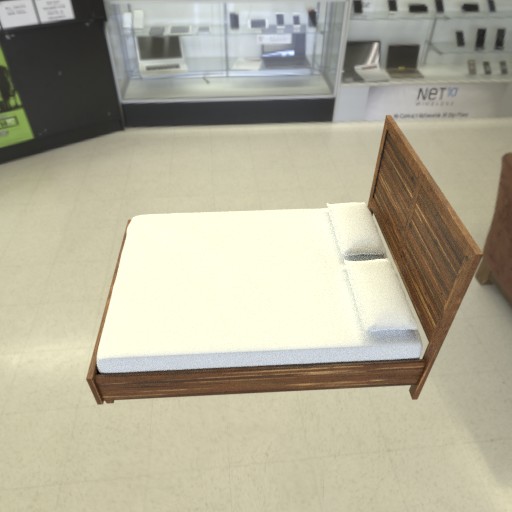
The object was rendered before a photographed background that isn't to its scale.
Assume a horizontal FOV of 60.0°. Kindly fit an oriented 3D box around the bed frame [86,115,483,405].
[{"bbox_3d":[0.000,0.000,3.354,2.276,1.417,1.696,-2,42,-2],"label":"bed frame"}]
